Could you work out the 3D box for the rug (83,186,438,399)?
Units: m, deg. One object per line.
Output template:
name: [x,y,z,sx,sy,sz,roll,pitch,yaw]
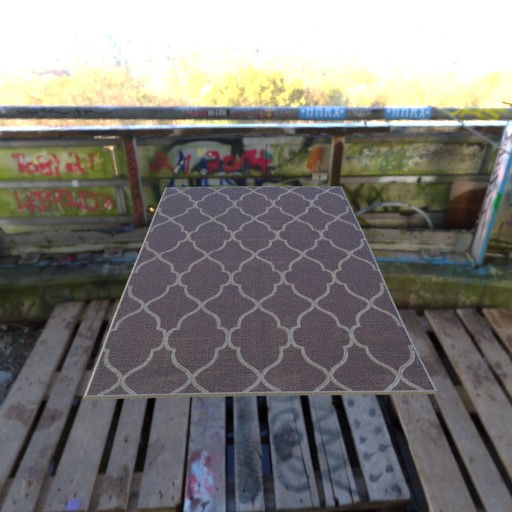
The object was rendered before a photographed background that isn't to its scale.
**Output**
rug: [0.000,0.000,2.868,1.528,0.014,2.294,-1,31,-1]
